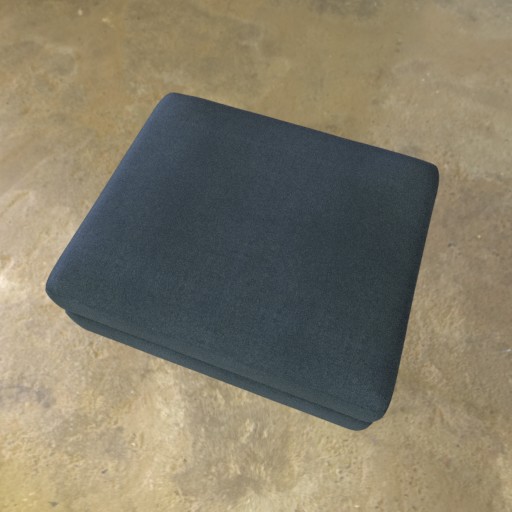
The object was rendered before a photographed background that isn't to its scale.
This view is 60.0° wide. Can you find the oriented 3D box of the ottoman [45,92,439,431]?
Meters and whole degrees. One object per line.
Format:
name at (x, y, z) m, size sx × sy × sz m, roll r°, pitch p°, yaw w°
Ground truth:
ottoman at (0.000, 0.000, 1.253) m, size 0.821 × 0.474 × 0.693 m, roll 18°, pitch 64°, yaw 9°
